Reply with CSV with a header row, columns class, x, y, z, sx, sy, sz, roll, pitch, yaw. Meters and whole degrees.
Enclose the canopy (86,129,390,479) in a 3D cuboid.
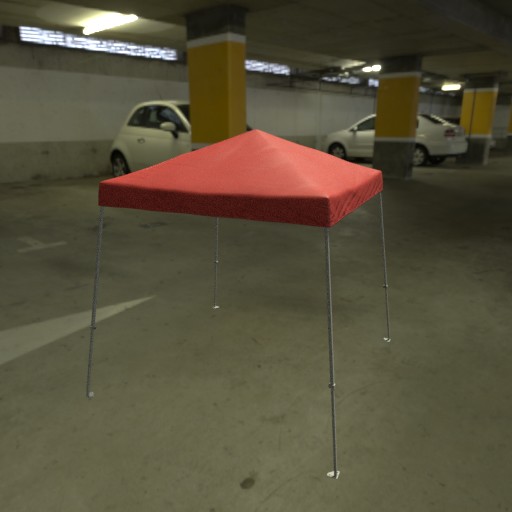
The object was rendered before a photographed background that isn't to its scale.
class,x,y,z,sx,sy,sz,roll,pitch,yaw
canopy,0.000,0.000,5.182,2.848,2.849,2.849,7,18,24
